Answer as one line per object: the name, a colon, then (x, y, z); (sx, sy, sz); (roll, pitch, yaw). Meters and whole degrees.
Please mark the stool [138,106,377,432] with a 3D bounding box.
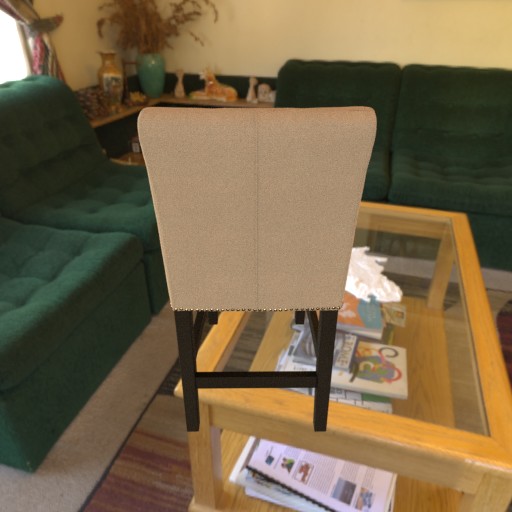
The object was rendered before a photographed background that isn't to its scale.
stool: (0.000, 0.000, 1.210); (0.427, 0.885, 0.571); (0, 30, 0)
